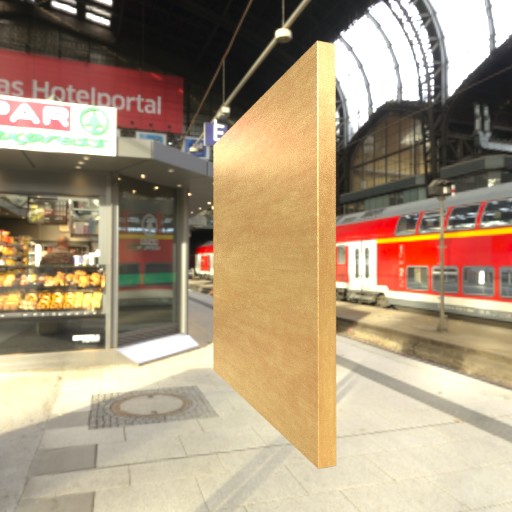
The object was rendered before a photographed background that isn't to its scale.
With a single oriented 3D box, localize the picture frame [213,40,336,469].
[{"bbox_3d":[0.000,0.000,1.149,0.037,0.761,0.758,0,-1,-20],"label":"picture frame"}]
